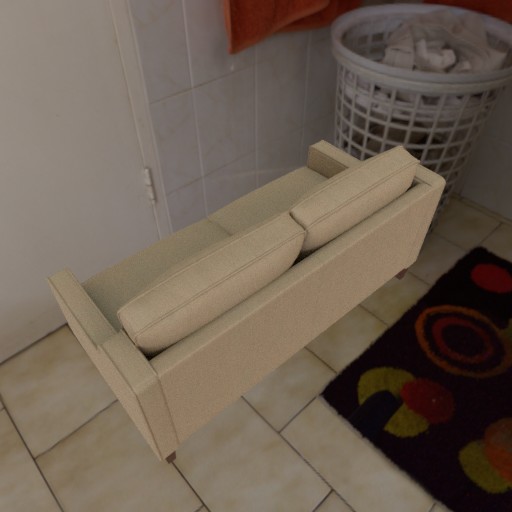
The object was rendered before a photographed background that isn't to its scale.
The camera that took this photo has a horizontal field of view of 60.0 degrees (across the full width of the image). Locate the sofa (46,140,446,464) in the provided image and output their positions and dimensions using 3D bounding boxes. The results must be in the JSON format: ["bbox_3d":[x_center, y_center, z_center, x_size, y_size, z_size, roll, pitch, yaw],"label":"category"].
[{"bbox_3d":[0.000,0.000,2.759,2.178,1.071,1.066,-31,53,-27],"label":"sofa"}]
